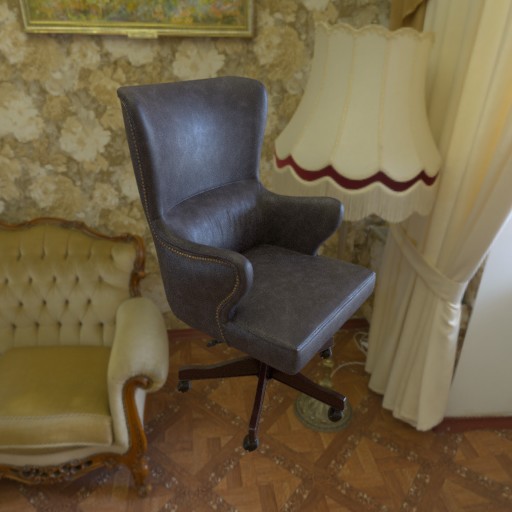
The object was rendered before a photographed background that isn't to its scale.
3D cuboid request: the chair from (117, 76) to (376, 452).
[{"bbox_3d":[0.000,0.000,1.440,0.717,1.037,0.594,18,31,32],"label":"chair"}]
